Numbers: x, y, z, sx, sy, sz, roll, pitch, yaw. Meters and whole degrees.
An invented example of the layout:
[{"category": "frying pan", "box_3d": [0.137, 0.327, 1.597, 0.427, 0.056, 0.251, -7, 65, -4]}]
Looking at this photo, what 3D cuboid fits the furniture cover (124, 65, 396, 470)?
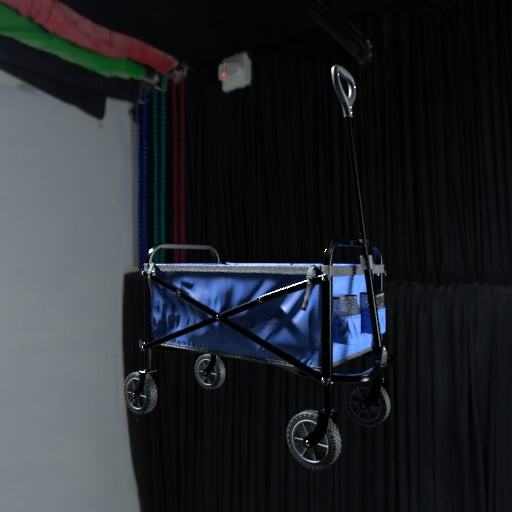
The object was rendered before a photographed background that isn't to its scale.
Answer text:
[{"category": "furniture cover", "box_3d": [0.000, 0.000, 1.749, 1.038, 1.295, 0.532, 0, 0, 36]}]
